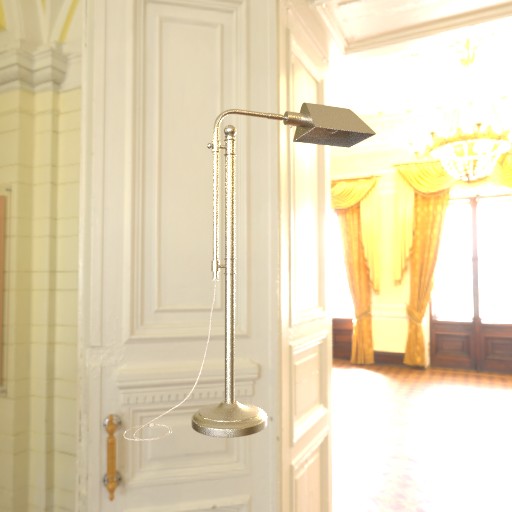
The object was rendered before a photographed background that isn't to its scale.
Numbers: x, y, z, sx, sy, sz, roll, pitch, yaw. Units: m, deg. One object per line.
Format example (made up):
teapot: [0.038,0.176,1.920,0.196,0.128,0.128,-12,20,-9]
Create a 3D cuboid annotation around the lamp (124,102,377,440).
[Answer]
lamp: [0.000,0.000,0.966,0.546,0.708,0.159,1,-2,-19]
